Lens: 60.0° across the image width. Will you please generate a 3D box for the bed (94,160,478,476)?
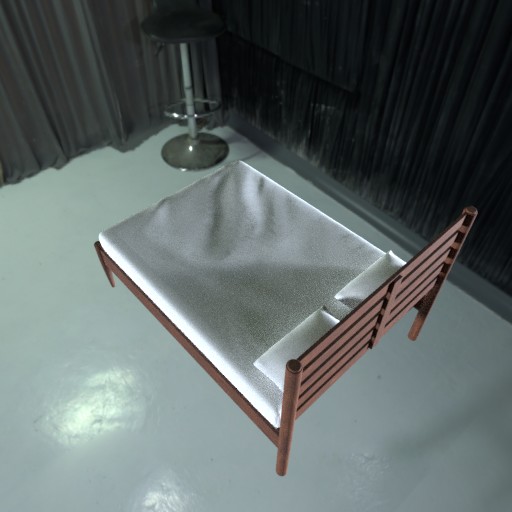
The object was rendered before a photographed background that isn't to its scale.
[{"bbox_3d":[0.000,0.000,3.145,1.509,1.304,2.093,-34,55,-28],"label":"bed"}]
